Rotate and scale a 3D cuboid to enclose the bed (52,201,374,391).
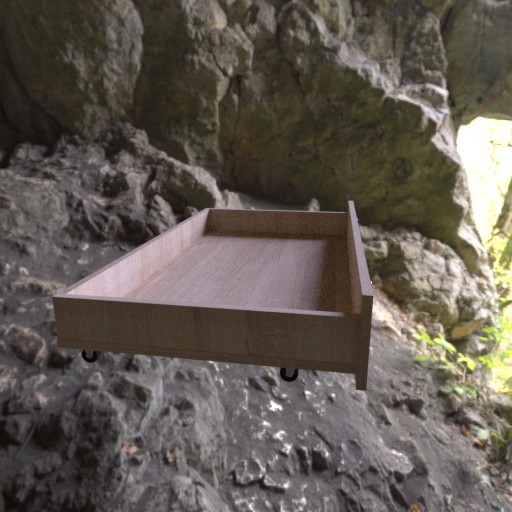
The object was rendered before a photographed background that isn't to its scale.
[{"bbox_3d":[0.000,0.000,1.473,0.685,0.209,1.200,3,16,10],"label":"bed"}]
